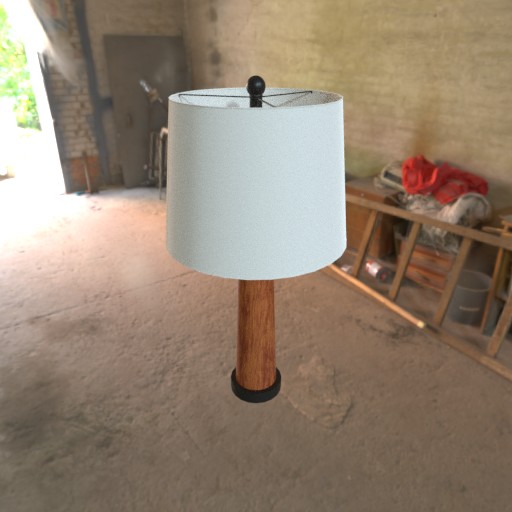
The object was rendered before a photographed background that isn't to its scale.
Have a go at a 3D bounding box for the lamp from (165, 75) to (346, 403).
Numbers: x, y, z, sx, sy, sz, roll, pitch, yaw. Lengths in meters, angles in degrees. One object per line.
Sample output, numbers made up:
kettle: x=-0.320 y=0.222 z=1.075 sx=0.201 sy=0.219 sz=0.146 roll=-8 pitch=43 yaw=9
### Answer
lamp: x=0.000 y=0.000 z=0.883 sx=0.349 sy=0.667 sz=0.349 roll=0 pitch=26 yaw=0
